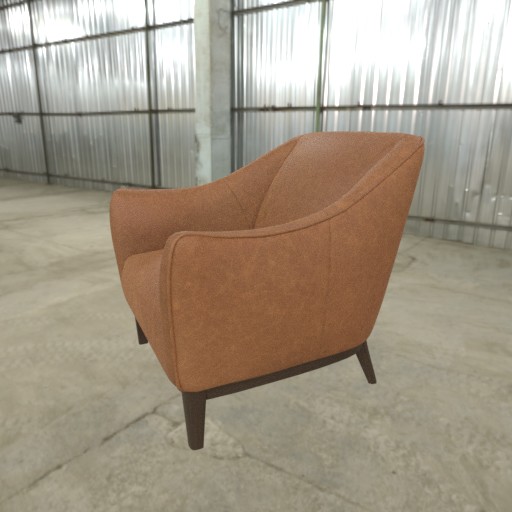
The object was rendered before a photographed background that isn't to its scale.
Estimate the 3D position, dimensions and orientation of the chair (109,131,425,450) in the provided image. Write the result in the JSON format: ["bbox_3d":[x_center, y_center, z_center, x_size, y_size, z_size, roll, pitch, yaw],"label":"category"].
[{"bbox_3d":[0.000,0.000,1.536,0.852,0.830,0.871,-8,18,-25],"label":"chair"}]
